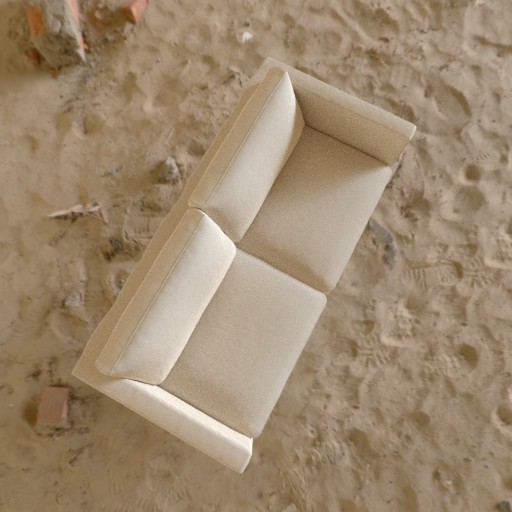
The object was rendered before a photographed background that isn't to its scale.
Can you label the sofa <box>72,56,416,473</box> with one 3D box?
[{"bbox_3d":[0.000,0.000,2.505,0.940,0.870,1.987,28,78,6],"label":"sofa"}]
